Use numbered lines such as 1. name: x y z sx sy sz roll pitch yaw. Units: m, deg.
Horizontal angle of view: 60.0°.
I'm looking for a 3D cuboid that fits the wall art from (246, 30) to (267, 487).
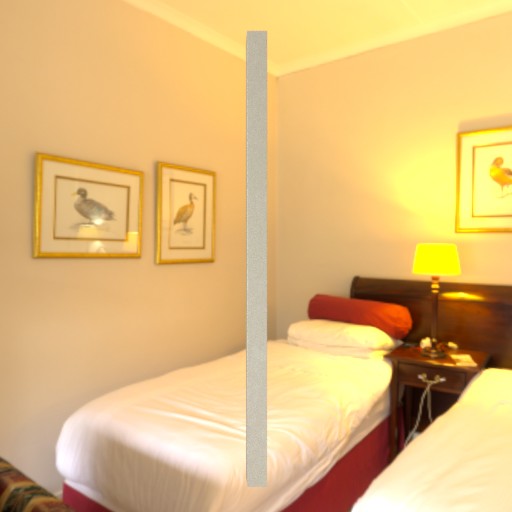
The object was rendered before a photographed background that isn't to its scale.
1. wall art: 0.000 0.000 1.188 0.038 0.807 0.809 0 1 0
